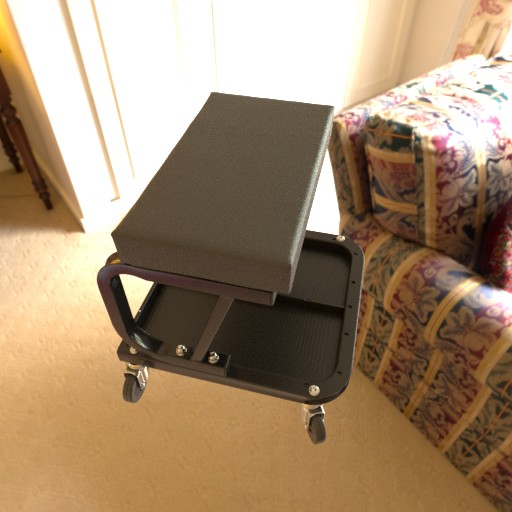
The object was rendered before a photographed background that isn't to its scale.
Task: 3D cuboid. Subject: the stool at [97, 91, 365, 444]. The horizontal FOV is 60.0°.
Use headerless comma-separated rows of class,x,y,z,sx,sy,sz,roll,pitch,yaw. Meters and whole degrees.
stool,0.000,0.000,0.739,0.371,0.380,0.446,10,47,10
